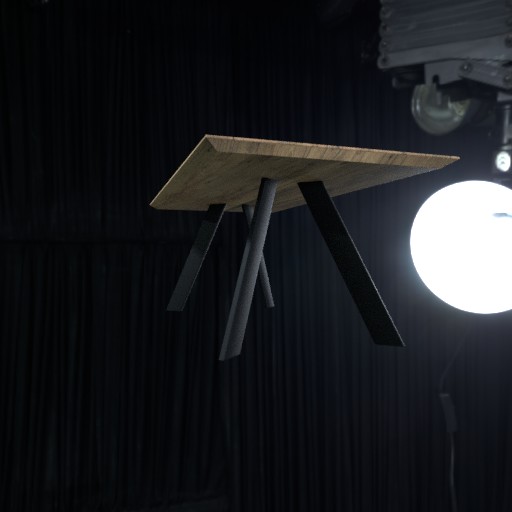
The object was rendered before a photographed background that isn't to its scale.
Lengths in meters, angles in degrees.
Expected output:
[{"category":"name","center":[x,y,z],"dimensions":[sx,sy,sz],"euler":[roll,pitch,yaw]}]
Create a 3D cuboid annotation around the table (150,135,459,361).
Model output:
[{"category":"table","center":[0.000,0.000,2.512],"dimensions":[1.000,0.770,2.000],"euler":[0,0,-18]}]
